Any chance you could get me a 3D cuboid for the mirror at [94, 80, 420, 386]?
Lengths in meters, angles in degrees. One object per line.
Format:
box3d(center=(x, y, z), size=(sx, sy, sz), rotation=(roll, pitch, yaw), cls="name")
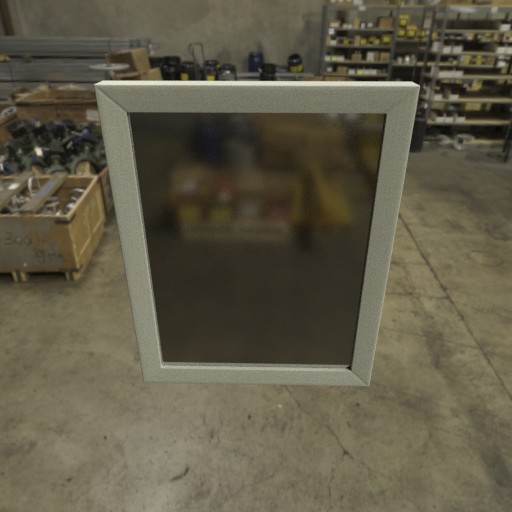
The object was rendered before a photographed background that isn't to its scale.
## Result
box3d(center=(0.000, 0.000, 0.691), size=(0.405, 0.508, 0.041), rotation=(1, 29, 1), cls="mirror")
